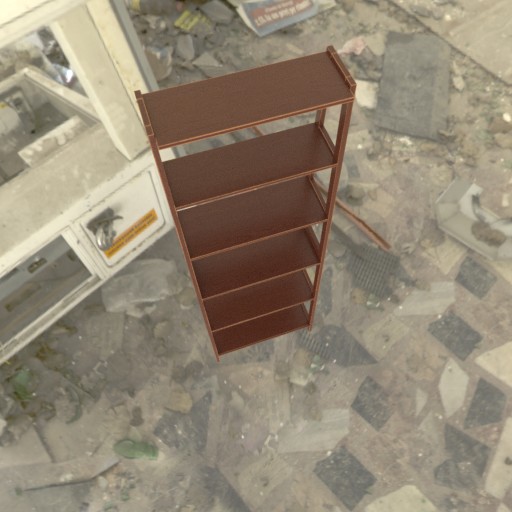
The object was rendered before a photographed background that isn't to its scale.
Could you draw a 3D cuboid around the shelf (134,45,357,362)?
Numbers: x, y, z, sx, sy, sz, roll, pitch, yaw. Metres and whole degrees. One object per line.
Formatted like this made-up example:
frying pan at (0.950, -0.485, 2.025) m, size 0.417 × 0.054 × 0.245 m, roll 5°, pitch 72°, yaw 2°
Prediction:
shelf at (0.000, 0.000, 2.154) m, size 0.660 × 1.892 × 0.381 m, roll -17°, pitch 64°, yaw -8°
